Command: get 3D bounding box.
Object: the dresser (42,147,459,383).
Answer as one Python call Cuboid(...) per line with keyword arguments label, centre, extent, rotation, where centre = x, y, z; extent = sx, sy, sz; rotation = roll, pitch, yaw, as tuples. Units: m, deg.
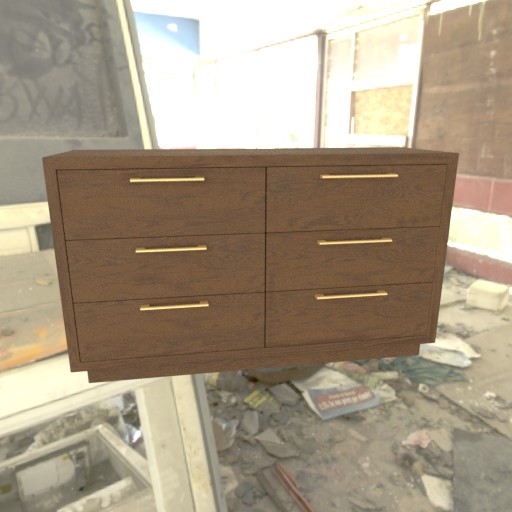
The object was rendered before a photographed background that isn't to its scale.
Cuboid(label="dresser", centre=(0.000, 0.000, 1.934), extent=(1.523, 0.889, 0.512), rotation=(-3, 17, -9))
